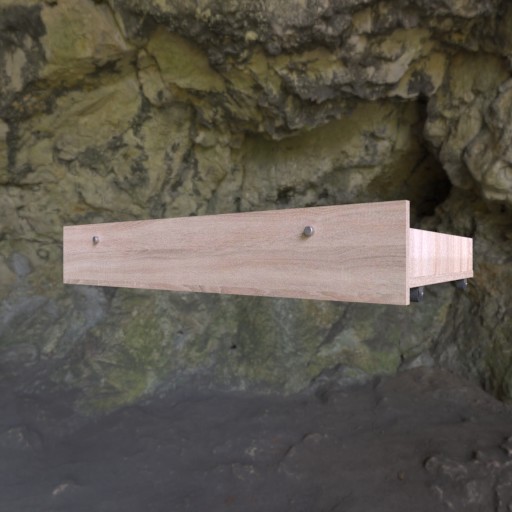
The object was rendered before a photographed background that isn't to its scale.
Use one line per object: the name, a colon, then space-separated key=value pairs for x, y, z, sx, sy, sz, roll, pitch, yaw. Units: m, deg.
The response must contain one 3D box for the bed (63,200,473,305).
bed: x=0.000 y=0.000 z=1.465 sx=1.200 sy=0.209 sz=0.685 roll=0 pitch=0 yaw=37
